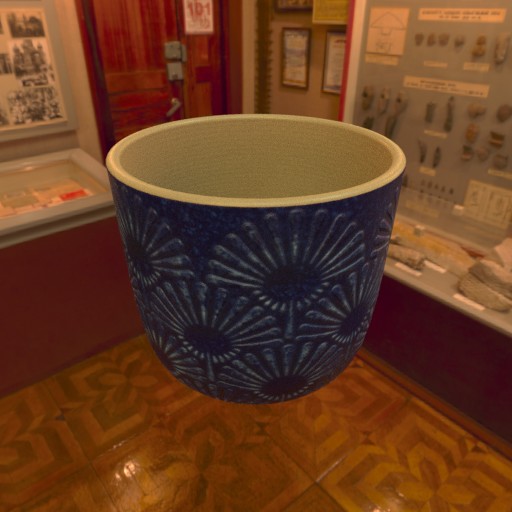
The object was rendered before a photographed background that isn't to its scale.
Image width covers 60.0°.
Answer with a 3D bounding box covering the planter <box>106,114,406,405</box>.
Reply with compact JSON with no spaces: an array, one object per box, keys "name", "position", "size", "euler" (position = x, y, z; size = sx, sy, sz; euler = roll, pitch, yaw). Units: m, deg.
[{"name":"planter","position":[0.000,0.000,0.217],"size":[0.124,0.109,0.124],"euler":[0,30,0]}]
